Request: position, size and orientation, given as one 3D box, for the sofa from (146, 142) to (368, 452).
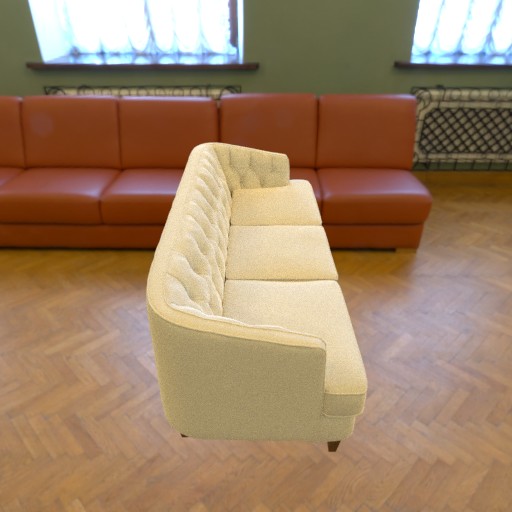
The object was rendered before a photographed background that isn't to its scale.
[{"bbox_3d":[0.000,0.000,2.776,0.941,0.855,2.278,0,32,0],"label":"sofa"}]
